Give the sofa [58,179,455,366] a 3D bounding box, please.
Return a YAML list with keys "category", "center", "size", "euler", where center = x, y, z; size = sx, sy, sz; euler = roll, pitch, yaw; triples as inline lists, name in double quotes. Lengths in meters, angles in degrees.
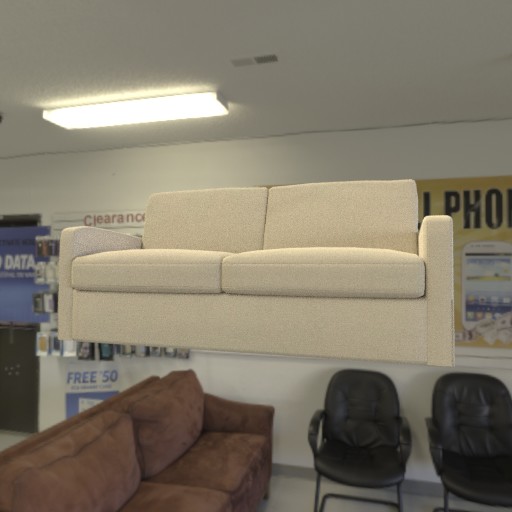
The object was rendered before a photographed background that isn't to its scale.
- category: "sofa"
  center: [0.000, 0.000, 2.299]
  size: [1.808, 0.831, 0.894]
  euler: [0, -1, 18]
